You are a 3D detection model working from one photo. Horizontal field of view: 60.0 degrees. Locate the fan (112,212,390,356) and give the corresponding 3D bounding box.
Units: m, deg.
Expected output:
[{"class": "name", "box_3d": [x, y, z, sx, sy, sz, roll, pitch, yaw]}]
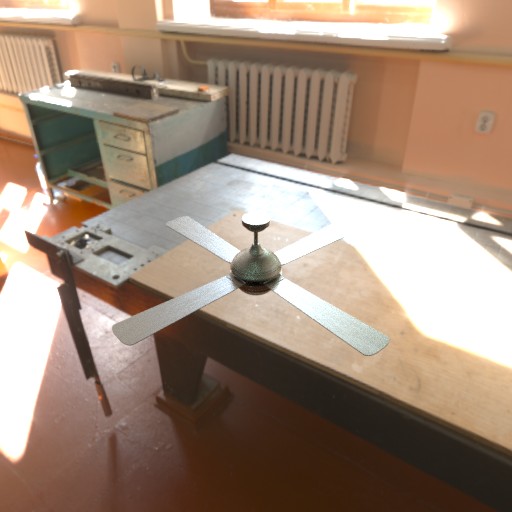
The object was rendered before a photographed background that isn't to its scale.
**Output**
[{"class": "fan", "box_3d": [0.000, 0.000, 2.006, 1.321, 0.381, 1.321, -11, 33, -18]}]
